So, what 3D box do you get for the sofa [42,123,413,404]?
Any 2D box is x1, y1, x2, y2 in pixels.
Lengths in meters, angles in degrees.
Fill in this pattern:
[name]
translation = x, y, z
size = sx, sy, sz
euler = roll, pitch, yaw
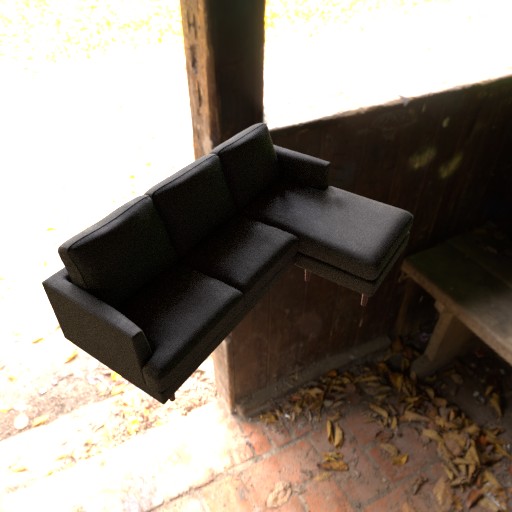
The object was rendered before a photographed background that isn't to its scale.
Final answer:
[sofa]
translation = 0.000, 0.000, 3.060
size = 1.504, 0.956, 2.233
euler = 24, 46, 25
